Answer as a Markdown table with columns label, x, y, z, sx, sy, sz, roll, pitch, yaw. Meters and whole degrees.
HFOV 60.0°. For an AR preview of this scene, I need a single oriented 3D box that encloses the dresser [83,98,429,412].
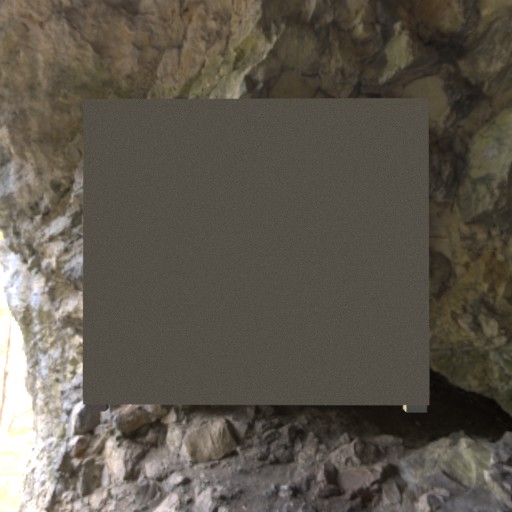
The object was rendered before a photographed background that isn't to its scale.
| label | x | y | z | sx | sy | sz | roll | pitch | yaw |
| --- | --- | --- | --- | --- | --- | --- | --- | --- | --- |
| dresser | 0.000 | 0.000 | 1.636 | 1.100 | 1.000 | 0.460 | 0 | 0 | 0 |
